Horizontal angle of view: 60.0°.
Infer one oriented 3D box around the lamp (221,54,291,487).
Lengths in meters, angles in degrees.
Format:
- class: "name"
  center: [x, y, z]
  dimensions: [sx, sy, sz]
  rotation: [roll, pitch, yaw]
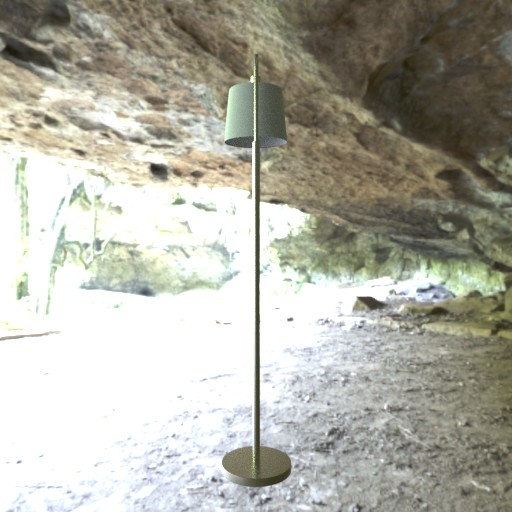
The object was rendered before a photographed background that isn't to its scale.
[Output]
- class: "lamp"
  center: [0.000, 0.000, 1.670]
  dimensions: [0.254, 1.478, 0.508]
  rotation: [0, 0, -1]
